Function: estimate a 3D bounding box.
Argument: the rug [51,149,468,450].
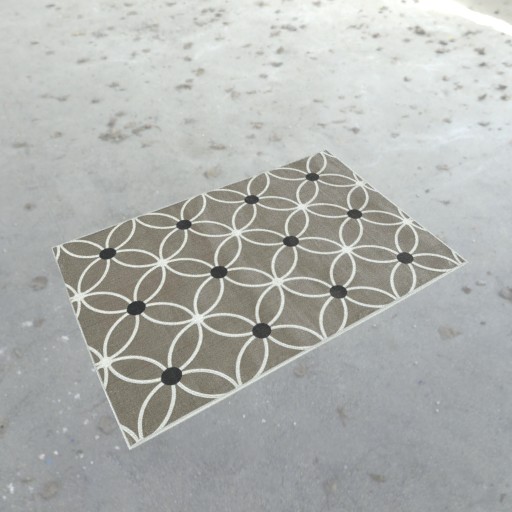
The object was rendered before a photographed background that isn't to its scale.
[{"bbox_3d":[0.000,0.000,2.886,2.284,0.008,1.522,-24,51,-21],"label":"rug"}]
